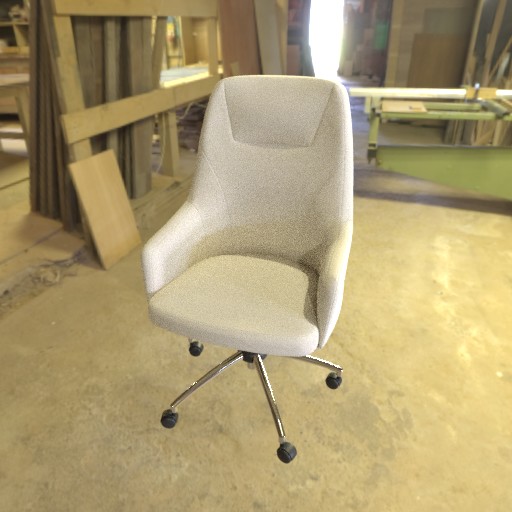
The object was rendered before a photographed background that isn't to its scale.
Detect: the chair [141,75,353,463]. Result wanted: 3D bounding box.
[{"bbox_3d":[0.000,0.000,1.437,0.620,1.049,0.640,9,28,17],"label":"chair"}]
